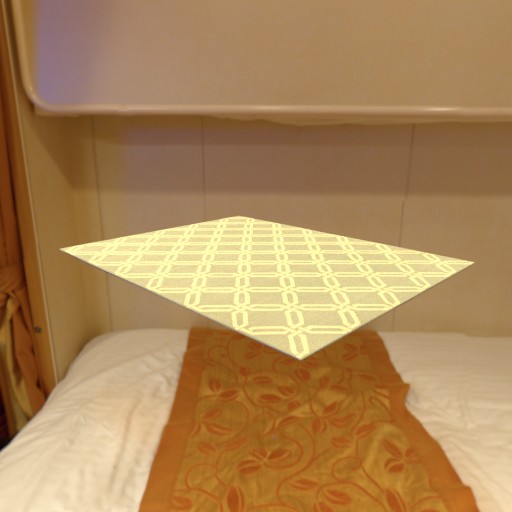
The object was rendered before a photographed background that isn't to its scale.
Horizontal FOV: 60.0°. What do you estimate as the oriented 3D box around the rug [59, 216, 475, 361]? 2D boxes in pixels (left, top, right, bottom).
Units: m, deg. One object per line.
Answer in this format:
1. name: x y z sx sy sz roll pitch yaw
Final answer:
1. rug: 0.000 0.000 3.911 2.895 0.018 2.288 16 22 43
